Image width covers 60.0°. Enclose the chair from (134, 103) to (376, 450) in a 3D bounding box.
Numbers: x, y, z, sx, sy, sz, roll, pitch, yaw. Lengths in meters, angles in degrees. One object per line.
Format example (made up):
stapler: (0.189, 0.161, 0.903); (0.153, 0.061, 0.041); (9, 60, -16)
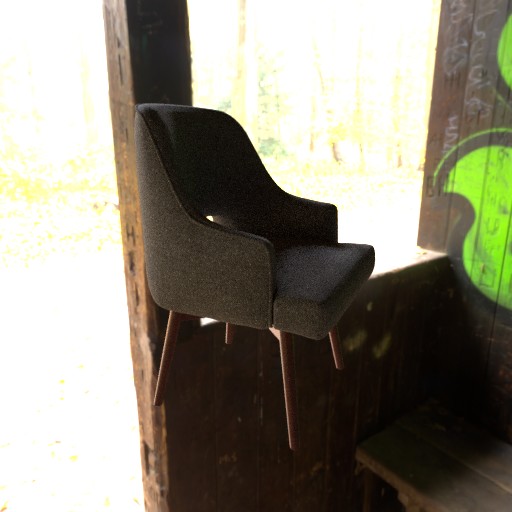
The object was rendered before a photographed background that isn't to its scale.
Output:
chair: (0.000, 0.000, 1.328); (0.629, 0.875, 0.608); (7, 17, 24)
